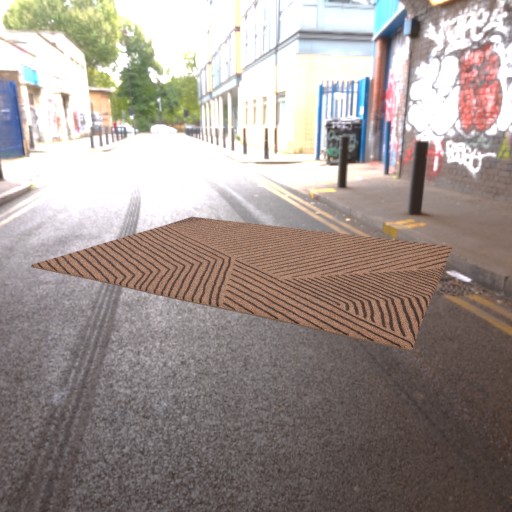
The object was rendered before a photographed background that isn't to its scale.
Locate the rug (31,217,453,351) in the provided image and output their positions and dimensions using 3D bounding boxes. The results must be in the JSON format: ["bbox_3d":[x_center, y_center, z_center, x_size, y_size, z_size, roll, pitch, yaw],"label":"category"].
[{"bbox_3d":[0.000,0.000,3.177,2.449,0.028,1.829,9,19,27],"label":"rug"}]
